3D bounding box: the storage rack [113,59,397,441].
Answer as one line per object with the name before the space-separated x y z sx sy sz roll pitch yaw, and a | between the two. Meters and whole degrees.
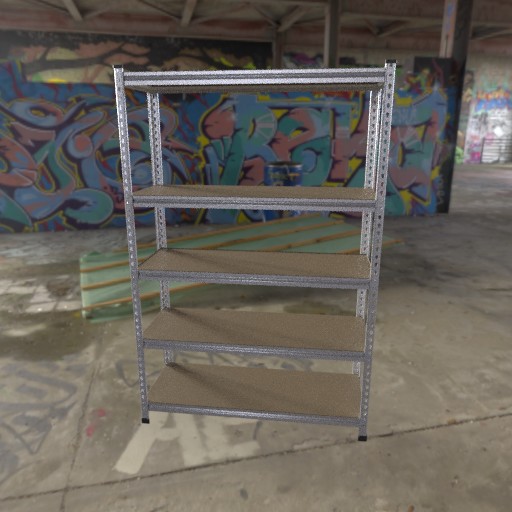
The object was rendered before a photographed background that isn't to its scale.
storage rack | 0.000 0.000 2.340 1.219 1.829 0.457 2 16 7
